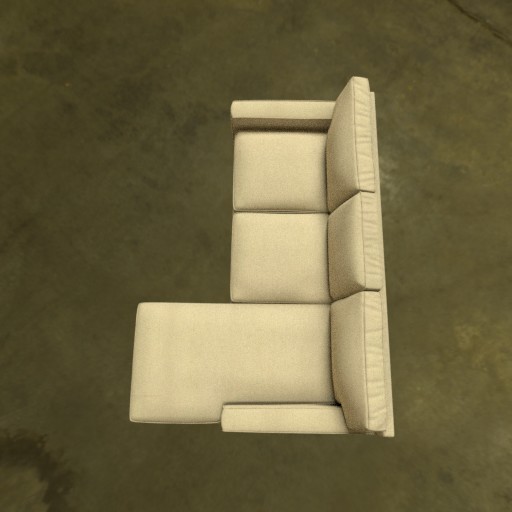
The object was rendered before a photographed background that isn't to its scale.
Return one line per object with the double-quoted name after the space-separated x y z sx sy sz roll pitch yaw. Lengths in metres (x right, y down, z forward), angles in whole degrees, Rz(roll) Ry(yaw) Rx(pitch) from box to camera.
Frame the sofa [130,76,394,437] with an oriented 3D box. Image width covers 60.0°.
0.000 0.000 2.826 1.496 0.861 2.087 1 76 0 "sofa"
